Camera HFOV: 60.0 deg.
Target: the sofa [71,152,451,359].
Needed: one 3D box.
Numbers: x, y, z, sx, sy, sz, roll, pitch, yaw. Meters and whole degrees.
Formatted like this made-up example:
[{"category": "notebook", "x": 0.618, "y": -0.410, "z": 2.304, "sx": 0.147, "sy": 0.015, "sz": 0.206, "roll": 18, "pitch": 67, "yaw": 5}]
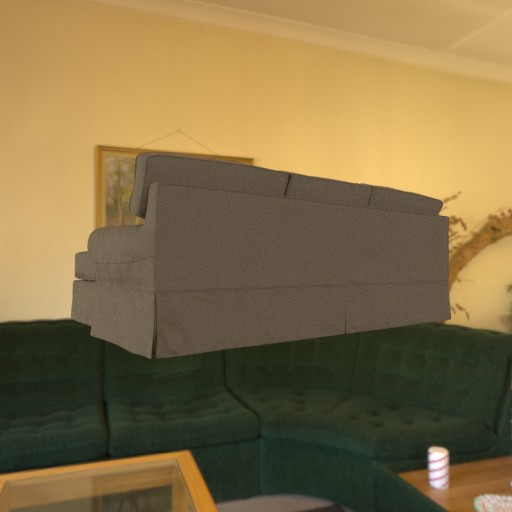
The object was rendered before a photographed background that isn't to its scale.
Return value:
[{"category": "sofa", "x": 0.000, "y": 0.000, "z": 3.336, "sx": 2.475, "sy": 0.978, "sz": 1.733, "roll": 1, "pitch": -2, "yaw": -36}]
